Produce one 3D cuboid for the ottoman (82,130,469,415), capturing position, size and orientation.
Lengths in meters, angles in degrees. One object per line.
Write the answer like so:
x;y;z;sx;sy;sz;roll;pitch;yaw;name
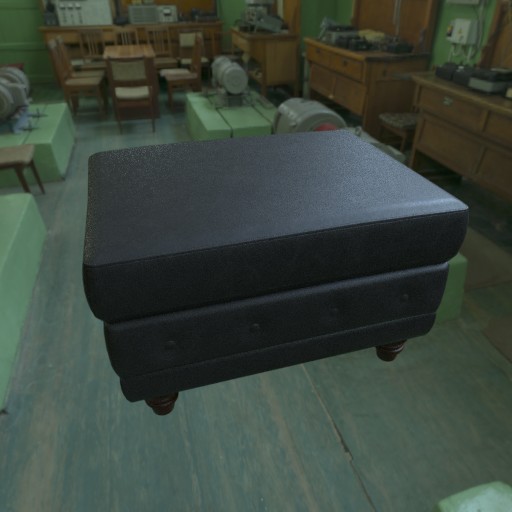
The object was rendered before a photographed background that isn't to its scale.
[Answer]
0.000;0.000;1.181;0.795;0.498;0.590;-9;33;-14;ottoman
